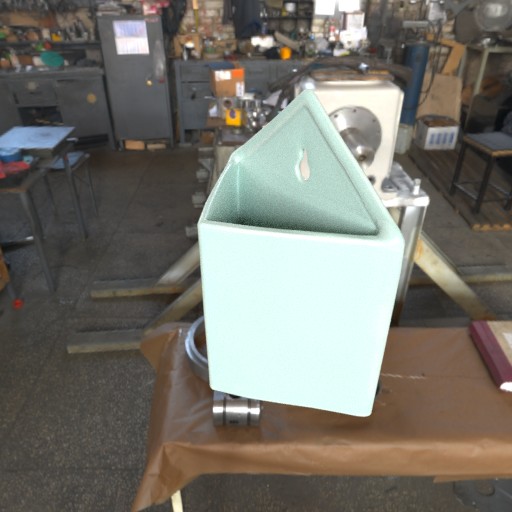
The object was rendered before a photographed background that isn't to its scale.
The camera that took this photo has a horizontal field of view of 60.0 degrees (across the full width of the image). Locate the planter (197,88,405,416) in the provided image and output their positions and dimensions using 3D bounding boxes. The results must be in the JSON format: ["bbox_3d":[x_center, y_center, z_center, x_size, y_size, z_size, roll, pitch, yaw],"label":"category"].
[{"bbox_3d":[0.000,0.000,0.286,0.079,0.197,0.164,-21,38,-29],"label":"planter"}]
